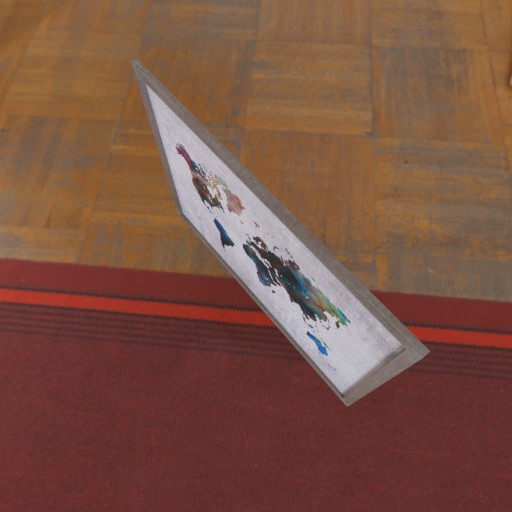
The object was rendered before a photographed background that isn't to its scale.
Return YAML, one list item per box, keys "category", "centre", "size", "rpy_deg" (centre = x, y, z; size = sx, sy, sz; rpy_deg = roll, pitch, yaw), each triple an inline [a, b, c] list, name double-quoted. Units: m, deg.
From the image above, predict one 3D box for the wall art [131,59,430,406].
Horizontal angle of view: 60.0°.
- category: "wall art"
  centre: [0.000, 0.000, 1.356]
  size: [0.019, 0.774, 1.012]
  rpy_deg: [-37, 70, -16]
